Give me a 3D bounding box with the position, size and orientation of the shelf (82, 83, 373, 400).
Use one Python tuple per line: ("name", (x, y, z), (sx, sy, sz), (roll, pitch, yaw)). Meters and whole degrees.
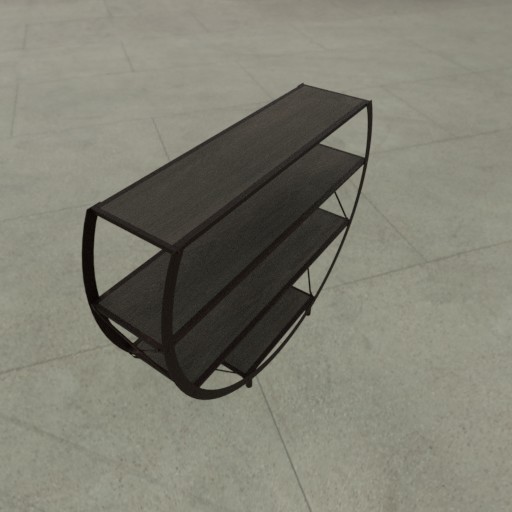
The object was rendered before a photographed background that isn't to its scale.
("shelf", (0.000, 0.000, 1.932), (0.344, 1.063, 1.403), (25, 47, 26))
